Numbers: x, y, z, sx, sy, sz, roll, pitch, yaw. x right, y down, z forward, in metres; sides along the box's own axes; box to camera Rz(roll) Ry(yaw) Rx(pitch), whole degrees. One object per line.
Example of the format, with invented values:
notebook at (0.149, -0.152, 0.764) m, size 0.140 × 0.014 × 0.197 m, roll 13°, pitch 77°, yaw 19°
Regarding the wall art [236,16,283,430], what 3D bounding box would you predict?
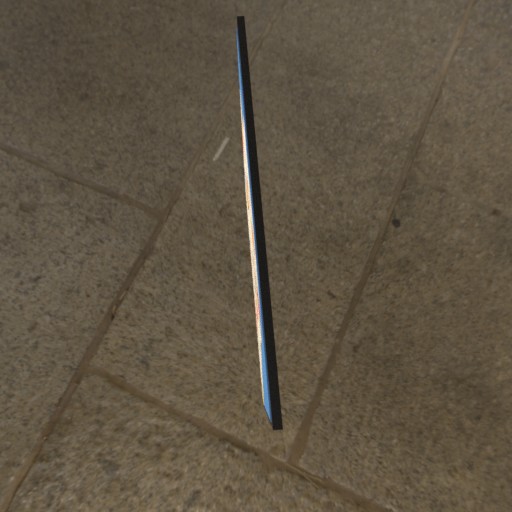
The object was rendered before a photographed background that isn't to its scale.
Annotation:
wall art at (0.000, 0.000, 0.984) m, size 0.015 × 0.663 × 0.664 m, roll -5°, pitch 74°, yaw -1°
